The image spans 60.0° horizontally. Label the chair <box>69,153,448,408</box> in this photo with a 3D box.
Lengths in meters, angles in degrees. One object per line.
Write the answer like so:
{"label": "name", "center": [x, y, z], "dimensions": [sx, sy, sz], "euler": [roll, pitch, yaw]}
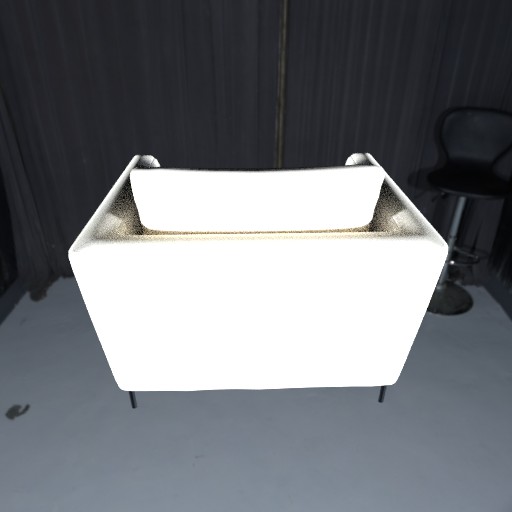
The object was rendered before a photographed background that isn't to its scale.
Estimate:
{"label": "chair", "center": [0.000, 0.000, 1.668], "dimensions": [1.041, 0.865, 0.889], "euler": [-1, 30, -1]}
